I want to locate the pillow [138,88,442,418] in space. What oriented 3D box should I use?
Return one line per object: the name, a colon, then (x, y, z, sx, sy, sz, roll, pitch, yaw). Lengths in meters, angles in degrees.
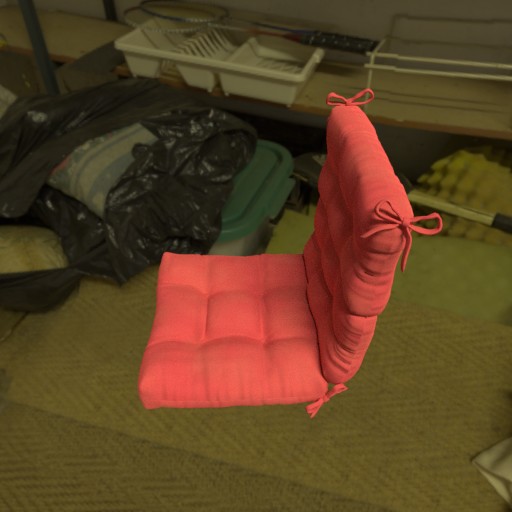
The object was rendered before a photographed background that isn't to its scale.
pillow: (0.000, 0.000, 1.040, 0.571, 0.605, 0.519, -1, 42, -1)
